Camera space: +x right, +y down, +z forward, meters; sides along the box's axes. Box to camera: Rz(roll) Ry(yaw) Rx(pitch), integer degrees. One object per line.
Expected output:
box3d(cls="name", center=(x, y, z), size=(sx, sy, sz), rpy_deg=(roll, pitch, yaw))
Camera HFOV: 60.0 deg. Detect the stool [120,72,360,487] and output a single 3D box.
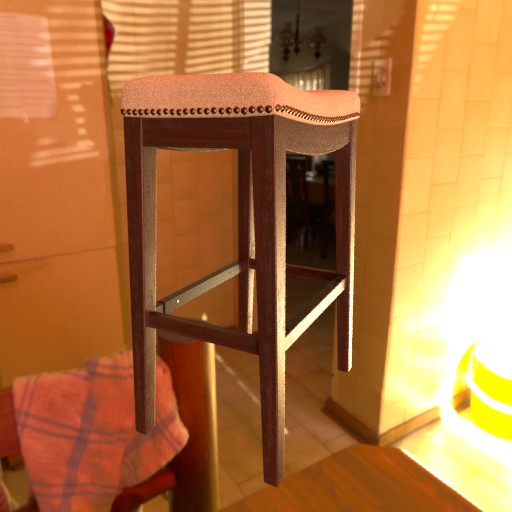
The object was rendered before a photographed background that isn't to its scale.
box3d(cls="stool", center=(0.000, 0.000, 1.054), size=(0.363, 0.768, 0.509), rpy_deg=(8, 18, 26))
